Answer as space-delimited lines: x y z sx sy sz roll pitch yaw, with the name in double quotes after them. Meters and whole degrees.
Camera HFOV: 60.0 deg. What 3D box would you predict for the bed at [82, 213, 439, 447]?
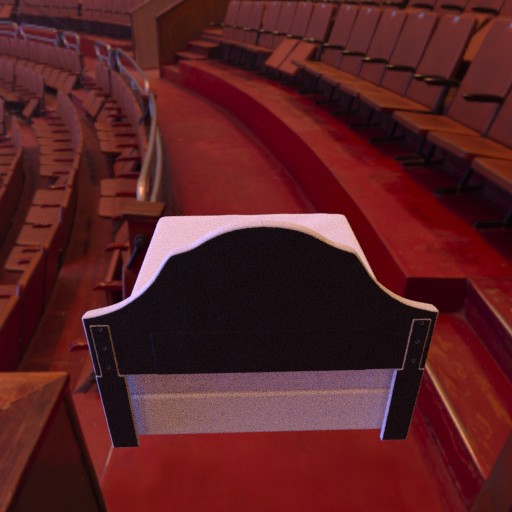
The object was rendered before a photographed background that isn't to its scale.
0.000 0.000 3.505 2.008 1.615 2.214 -1 30 -2 "bed"
